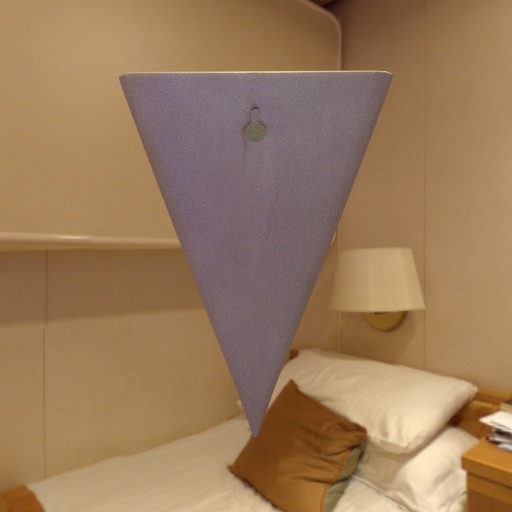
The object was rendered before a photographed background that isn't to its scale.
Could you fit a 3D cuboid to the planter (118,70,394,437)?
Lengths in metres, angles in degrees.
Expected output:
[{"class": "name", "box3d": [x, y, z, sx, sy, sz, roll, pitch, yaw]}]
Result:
[{"class": "planter", "box3d": [0.000, 0.000, 0.266, 0.150, 0.197, 0.060, 0, 0, 1]}]
